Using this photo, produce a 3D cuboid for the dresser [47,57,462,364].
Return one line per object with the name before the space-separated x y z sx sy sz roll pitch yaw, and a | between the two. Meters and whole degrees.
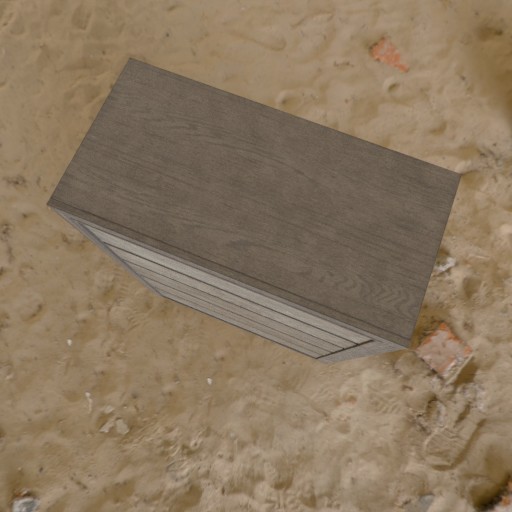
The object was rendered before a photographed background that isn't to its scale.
dresser | 0.000 0.000 1.771 0.967 1.295 0.483 21 76 6
